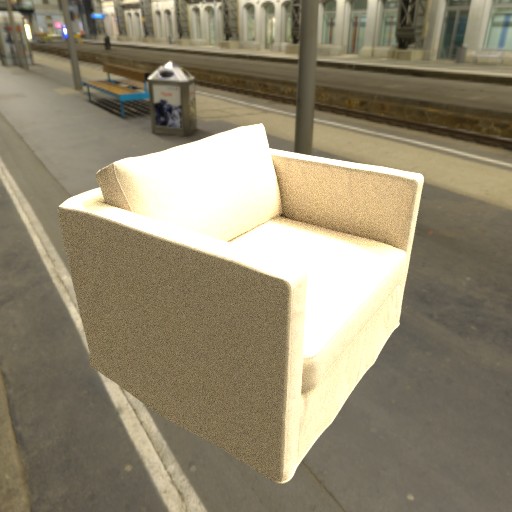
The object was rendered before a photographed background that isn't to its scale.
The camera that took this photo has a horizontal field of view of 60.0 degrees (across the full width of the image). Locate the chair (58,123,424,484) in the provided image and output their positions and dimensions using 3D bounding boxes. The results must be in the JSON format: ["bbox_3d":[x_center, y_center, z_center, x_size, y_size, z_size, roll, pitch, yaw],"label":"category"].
[{"bbox_3d":[0.000,0.000,1.732,0.947,0.851,1.057,18,32,31],"label":"chair"}]
